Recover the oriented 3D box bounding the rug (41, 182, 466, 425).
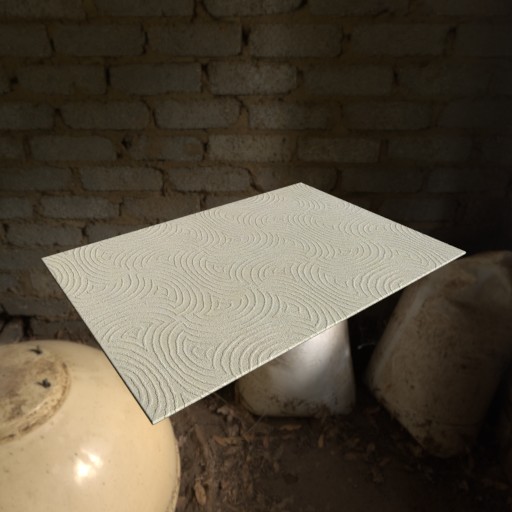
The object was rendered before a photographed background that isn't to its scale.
[{"bbox_3d":[0.000,0.000,2.732,2.132,0.015,1.526,-21,36,-32],"label":"rug"}]
